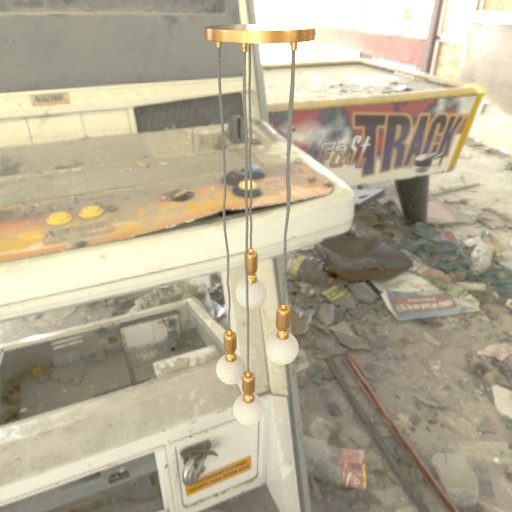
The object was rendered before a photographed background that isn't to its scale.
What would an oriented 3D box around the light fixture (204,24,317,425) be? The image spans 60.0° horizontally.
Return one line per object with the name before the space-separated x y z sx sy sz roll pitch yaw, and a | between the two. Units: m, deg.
light fixture | 0.000 0.000 0.497 0.105 0.457 0.108 1 30 2
